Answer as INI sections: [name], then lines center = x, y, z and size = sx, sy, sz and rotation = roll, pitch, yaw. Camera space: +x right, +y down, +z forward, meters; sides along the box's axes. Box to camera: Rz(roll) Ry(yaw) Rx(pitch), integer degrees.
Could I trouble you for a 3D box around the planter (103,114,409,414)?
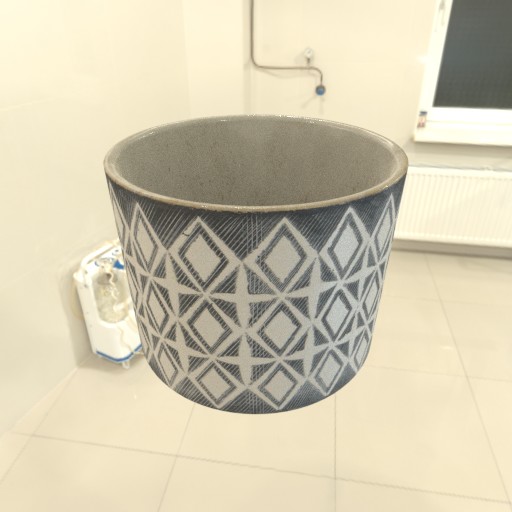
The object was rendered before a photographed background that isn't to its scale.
[planter]
center = 0.000, 0.000, 0.333
size = 0.192, 0.165, 0.192
rotation = 0, 31, 0
